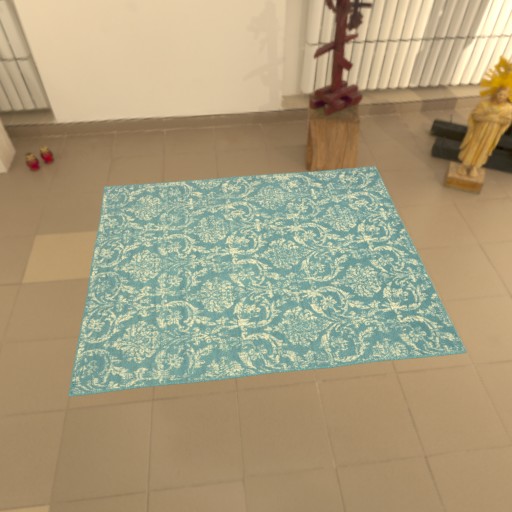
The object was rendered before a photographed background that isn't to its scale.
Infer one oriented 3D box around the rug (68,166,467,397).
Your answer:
[{"bbox_3d":[0.000,0.000,4.065,2.980,0.012,2.363,-5,48,-5],"label":"rug"}]
